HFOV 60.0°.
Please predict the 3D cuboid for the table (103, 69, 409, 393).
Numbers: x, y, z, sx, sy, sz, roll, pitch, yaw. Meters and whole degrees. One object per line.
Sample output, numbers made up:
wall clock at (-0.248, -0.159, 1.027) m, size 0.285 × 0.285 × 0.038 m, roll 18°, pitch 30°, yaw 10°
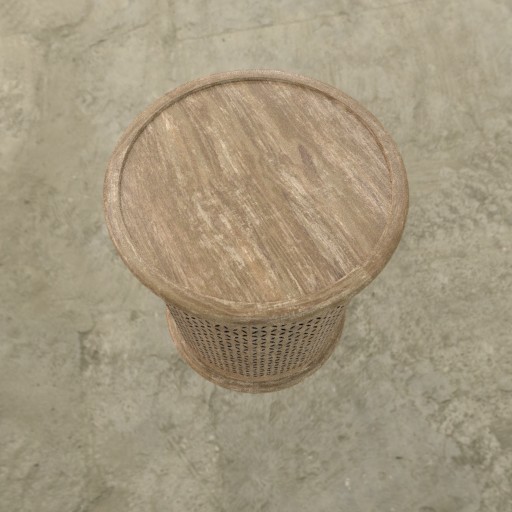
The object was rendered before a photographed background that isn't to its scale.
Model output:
table at (0.000, 0.000, 0.802) m, size 0.407 × 0.482 × 0.407 m, roll 0°, pitch 63°, yaw 0°
